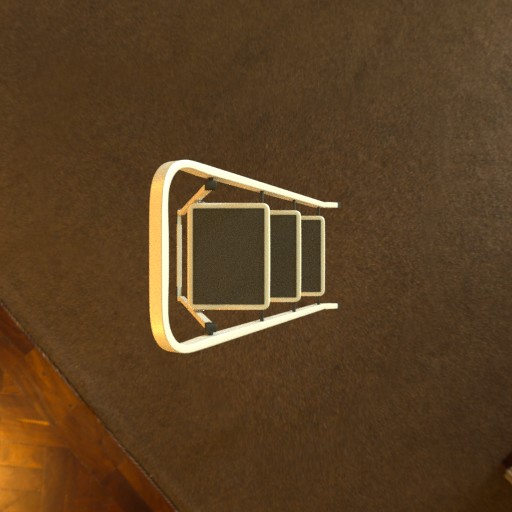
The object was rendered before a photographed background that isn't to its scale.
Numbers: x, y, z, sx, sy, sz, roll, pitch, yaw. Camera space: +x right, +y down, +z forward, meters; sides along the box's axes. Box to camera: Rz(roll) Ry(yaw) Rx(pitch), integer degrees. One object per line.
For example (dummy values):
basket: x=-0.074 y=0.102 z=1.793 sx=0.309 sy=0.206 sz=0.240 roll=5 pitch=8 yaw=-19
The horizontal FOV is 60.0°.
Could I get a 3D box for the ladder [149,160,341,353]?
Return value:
ladder: x=0.000 y=0.000 z=1.397 sx=0.711 sy=1.050 sz=0.460 roll=0 pitch=90 yaw=1
